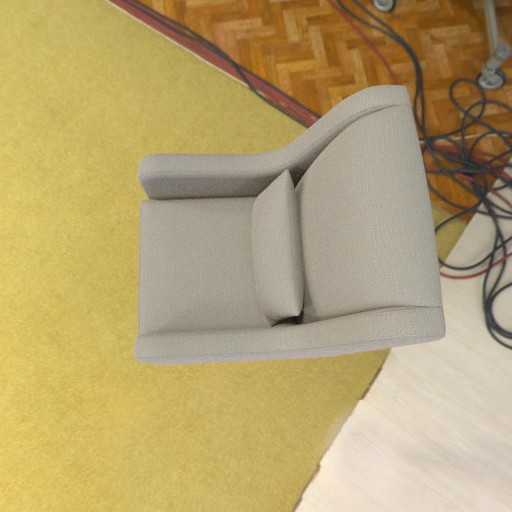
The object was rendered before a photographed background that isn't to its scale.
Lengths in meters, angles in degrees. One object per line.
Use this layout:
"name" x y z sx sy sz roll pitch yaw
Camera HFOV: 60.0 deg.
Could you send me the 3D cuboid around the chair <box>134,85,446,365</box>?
"chair" 0.000 0.000 1.602 0.896 1.017 0.715 -3 75 -1
